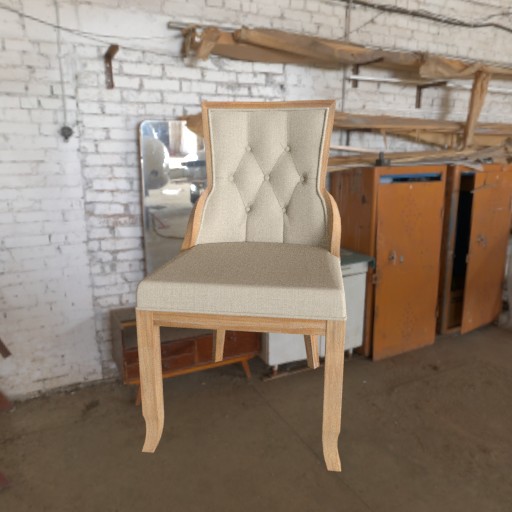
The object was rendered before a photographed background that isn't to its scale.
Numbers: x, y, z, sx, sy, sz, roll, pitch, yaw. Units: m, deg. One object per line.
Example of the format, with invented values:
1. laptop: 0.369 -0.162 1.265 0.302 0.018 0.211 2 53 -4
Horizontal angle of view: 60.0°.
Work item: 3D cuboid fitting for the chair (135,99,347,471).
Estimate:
1. chair: 0.000 0.000 1.345 0.524 0.947 0.641 2 14 8
